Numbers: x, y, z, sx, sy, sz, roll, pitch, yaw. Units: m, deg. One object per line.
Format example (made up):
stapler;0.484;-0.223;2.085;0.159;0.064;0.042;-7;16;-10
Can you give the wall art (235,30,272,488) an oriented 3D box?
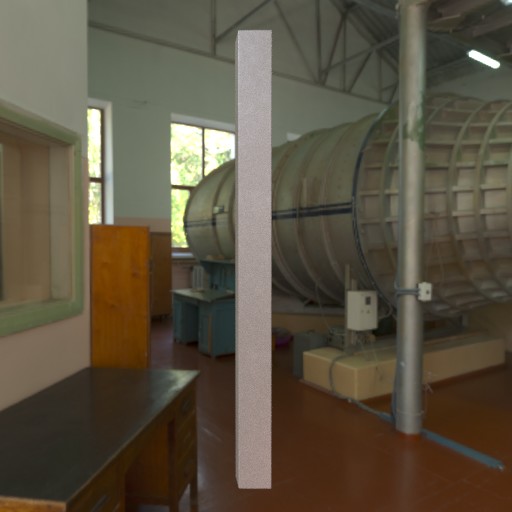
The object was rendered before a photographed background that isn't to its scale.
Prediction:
wall art;0.000;0.000;0.511;0.028;0.349;0.349;0;2;1
